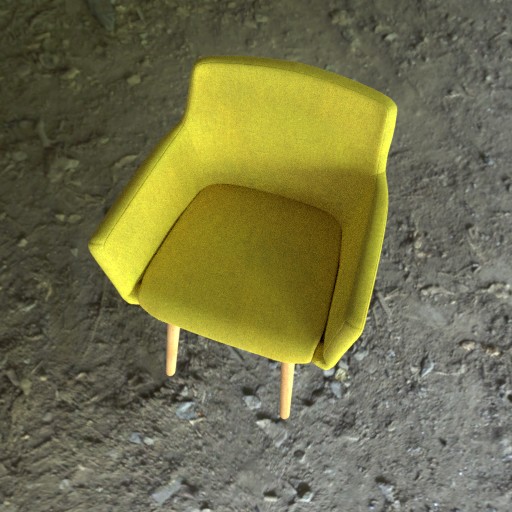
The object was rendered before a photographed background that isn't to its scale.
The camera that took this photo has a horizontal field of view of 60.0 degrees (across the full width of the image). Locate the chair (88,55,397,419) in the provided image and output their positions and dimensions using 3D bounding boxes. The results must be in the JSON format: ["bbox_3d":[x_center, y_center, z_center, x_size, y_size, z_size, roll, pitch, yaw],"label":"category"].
[{"bbox_3d":[0.000,0.000,1.162,0.570,0.780,0.570,17,60,10],"label":"chair"}]
